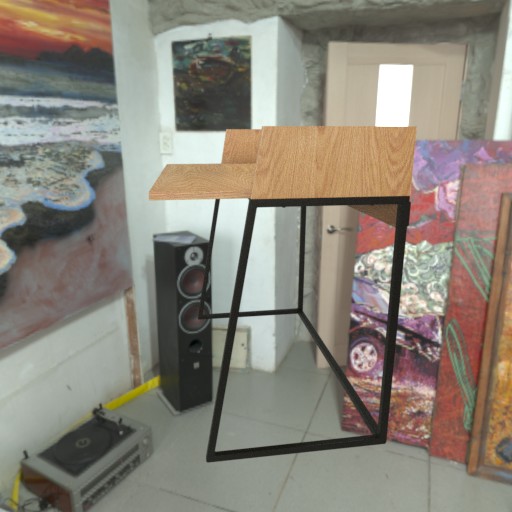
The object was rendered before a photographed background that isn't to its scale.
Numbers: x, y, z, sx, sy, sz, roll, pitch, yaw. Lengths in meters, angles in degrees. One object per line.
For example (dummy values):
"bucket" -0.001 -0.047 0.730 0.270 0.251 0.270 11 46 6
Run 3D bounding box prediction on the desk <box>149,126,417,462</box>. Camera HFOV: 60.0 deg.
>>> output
"desk" 0.000 0.000 1.915 0.769 1.061 1.191 -2 16 -8
